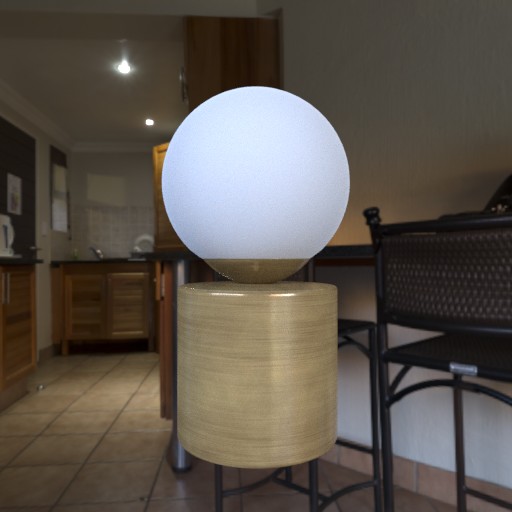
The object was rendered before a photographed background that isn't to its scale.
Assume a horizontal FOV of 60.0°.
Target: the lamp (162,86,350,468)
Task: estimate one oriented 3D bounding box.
[{"bbox_3d":[0.000,0.000,0.335,0.141,0.250,0.152,0,0,-2],"label":"lamp"}]
